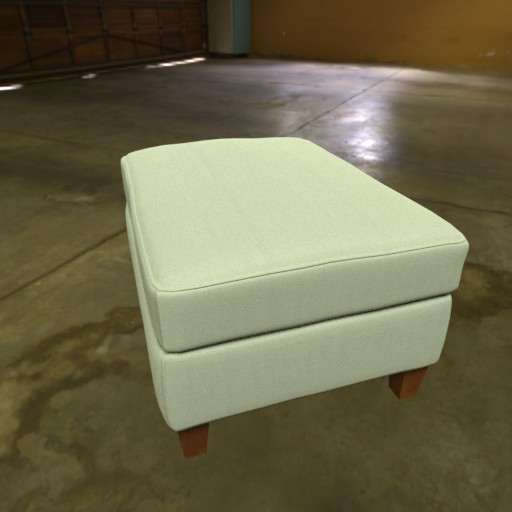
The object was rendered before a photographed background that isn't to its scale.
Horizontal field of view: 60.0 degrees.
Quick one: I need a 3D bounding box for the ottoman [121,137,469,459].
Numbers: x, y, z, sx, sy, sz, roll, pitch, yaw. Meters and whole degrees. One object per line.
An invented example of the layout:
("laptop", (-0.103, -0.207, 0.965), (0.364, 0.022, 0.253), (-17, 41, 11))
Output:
("ottoman", (0.000, 0.000, 1.189), (0.634, 0.496, 0.818), (-9, 30, -16))
